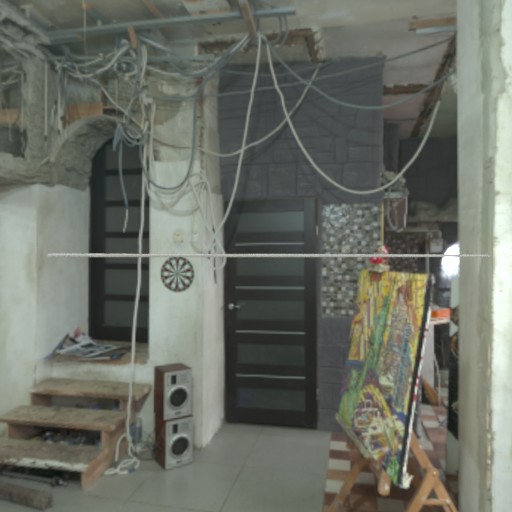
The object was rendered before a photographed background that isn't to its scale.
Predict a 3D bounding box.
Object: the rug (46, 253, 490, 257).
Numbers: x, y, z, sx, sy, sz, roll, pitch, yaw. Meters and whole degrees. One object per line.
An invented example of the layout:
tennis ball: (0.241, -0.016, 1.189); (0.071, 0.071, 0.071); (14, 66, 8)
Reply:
rug: (0.000, 0.000, 2.853); (2.275, 0.014, 1.514); (0, 0, -18)
